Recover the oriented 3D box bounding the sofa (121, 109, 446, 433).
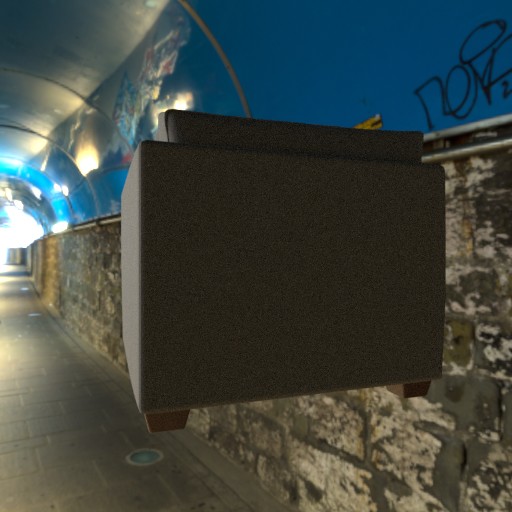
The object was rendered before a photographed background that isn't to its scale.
[{"bbox_3d":[0.000,0.000,1.925,1.084,1.002,1.146,0,0,-19],"label":"sofa"}]
